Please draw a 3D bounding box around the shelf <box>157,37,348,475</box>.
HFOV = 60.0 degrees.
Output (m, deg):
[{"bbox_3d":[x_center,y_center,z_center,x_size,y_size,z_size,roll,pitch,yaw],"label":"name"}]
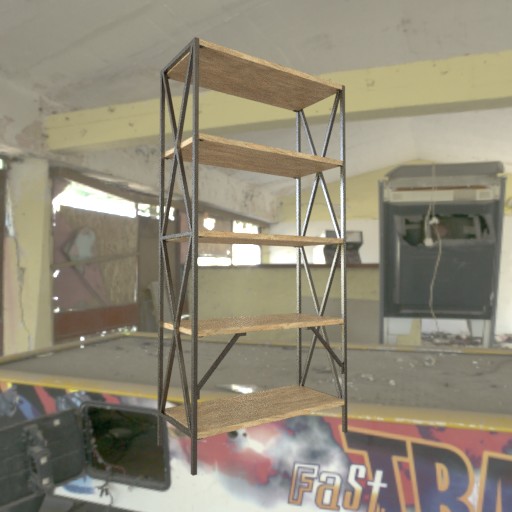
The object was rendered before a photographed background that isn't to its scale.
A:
[{"bbox_3d":[0.000,0.000,2.225,0.874,1.803,0.386,1,-2,-34],"label":"shelf"}]
